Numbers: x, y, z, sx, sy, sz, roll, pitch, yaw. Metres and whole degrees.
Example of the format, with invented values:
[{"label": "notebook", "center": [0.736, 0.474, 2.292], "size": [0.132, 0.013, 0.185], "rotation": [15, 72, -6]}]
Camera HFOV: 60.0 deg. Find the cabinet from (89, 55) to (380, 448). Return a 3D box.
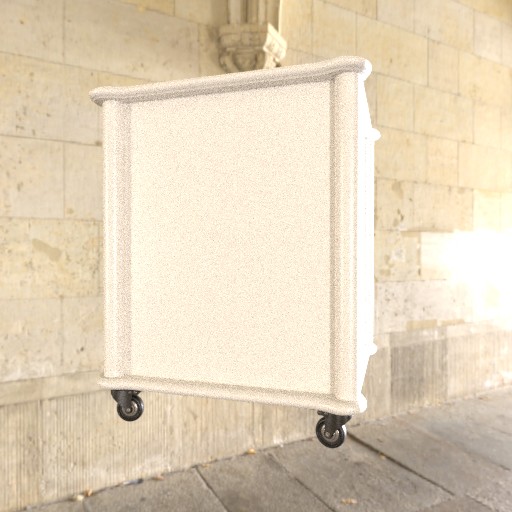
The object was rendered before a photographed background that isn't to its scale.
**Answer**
[{"label": "cabinet", "center": [0.000, 0.000, 1.198], "size": [0.627, 0.761, 0.628], "rotation": [0, 1, 17]}]
